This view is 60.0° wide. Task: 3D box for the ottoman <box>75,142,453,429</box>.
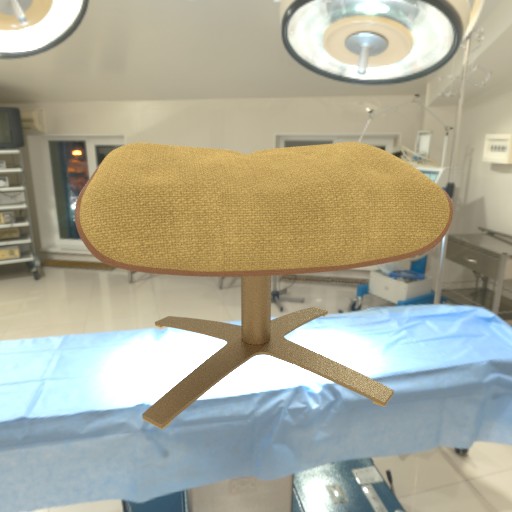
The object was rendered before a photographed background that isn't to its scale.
[{"bbox_3d":[0.000,0.000,0.791,0.520,0.391,0.394,-2,16,-9],"label":"ottoman"}]
